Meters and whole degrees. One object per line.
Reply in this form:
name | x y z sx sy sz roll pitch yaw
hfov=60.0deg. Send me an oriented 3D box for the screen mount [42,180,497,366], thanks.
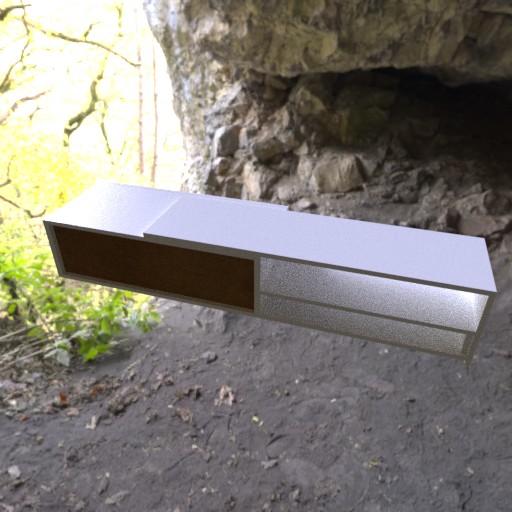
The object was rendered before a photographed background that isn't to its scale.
screen mount | 0.000 0.000 1.824 1.680 0.320 0.420 10 34 15
